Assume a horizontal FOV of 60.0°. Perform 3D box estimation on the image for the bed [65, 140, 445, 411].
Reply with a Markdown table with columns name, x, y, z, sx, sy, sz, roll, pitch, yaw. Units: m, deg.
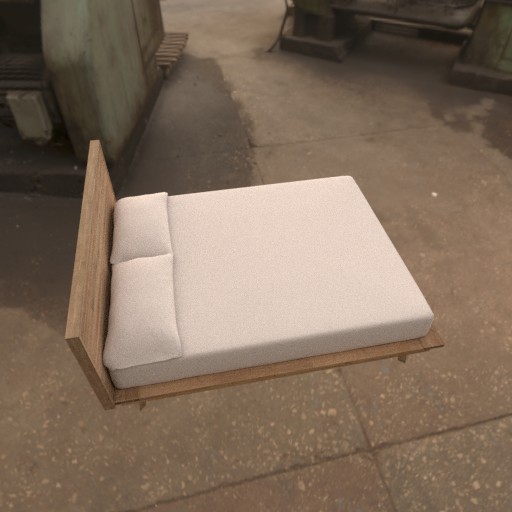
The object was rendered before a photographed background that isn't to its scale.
| name | x | y | z | sx | sy | sz | roll | pitch | yaw |
| --- | --- | --- | --- | --- | --- | --- | --- | --- | --- |
| bed | 0.000 | 0.000 | 3.163 | 2.145 | 1.071 | 1.759 | -8 | 46 | -8 |
